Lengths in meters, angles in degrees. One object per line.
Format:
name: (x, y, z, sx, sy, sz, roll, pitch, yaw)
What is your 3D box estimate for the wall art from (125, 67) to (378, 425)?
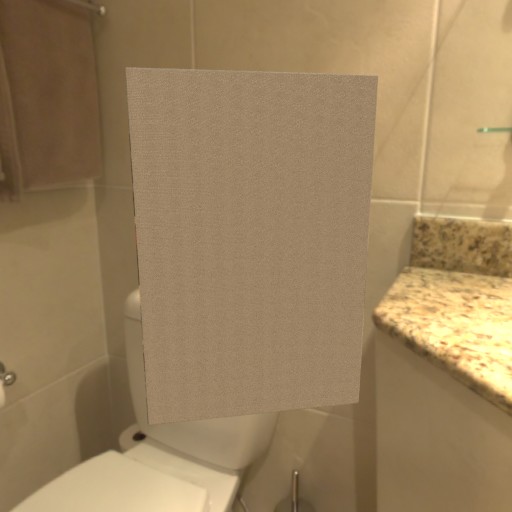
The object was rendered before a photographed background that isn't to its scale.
wall art: (0.000, 0.000, 1.181, 0.609, 0.911, 0.061, -2, 14, -10)
